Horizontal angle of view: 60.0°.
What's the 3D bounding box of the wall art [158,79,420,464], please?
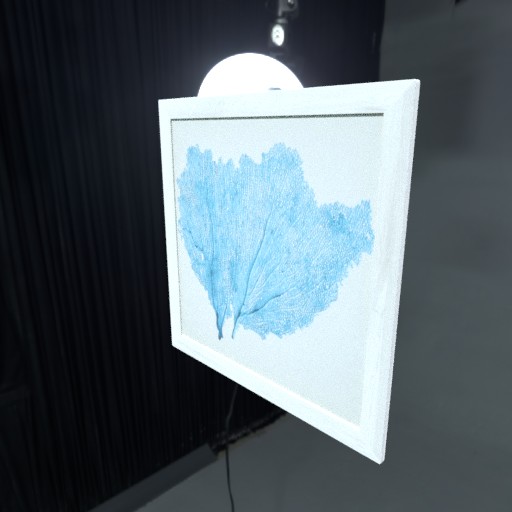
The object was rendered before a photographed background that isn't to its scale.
[{"bbox_3d":[0.000,0.000,0.842,0.013,0.584,0.584,-15,22,-43],"label":"wall art"}]
